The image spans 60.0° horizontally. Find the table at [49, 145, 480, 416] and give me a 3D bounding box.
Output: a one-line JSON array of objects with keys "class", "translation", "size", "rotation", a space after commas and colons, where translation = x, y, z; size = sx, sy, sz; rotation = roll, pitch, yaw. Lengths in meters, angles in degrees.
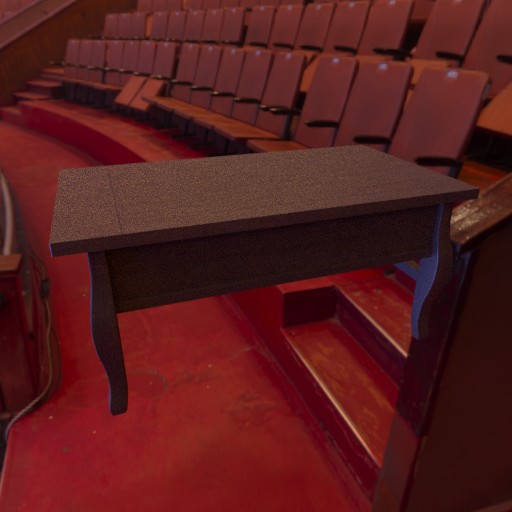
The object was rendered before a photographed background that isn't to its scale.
[{"class": "table", "translation": [0.000, 0.000, 1.375], "size": [1.062, 0.494, 0.600], "rotation": [-9, 27, -18]}]
